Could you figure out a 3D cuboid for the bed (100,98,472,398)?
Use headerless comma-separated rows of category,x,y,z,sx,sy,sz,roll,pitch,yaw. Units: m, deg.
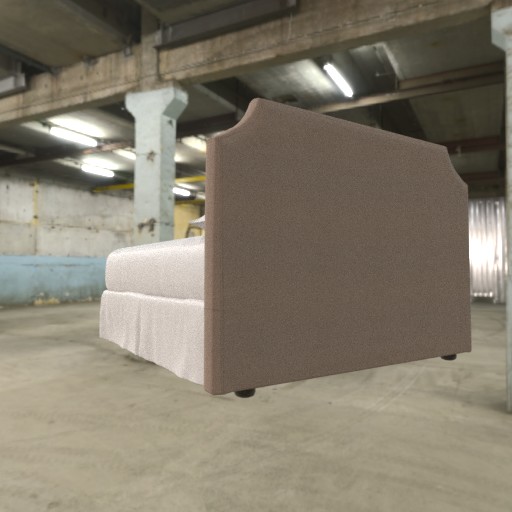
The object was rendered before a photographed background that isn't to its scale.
bed,0.000,0.000,3.172,1.828,1.303,2.164,1,-3,-33
